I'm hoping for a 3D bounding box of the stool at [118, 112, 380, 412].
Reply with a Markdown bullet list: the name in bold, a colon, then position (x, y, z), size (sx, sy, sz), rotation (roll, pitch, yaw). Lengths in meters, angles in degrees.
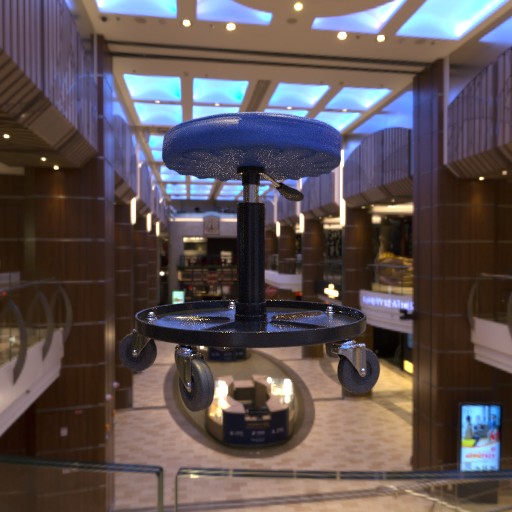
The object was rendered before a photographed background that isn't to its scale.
- **stool**: position (0.000, 0.000, 0.690), size (0.381, 0.365, 0.382), rotation (0, 1, 35)
